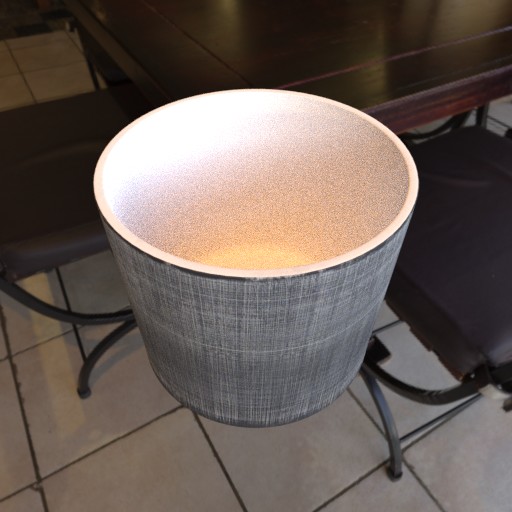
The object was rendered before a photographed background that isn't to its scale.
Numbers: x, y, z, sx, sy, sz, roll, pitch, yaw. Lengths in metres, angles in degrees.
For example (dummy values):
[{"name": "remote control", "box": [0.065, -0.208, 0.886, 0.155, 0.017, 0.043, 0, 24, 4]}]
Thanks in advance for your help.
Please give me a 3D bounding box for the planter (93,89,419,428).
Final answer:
[{"name": "planter", "box": [0.000, 0.000, 0.435, 0.254, 0.221, 0.254, 0, 46, 0]}]
